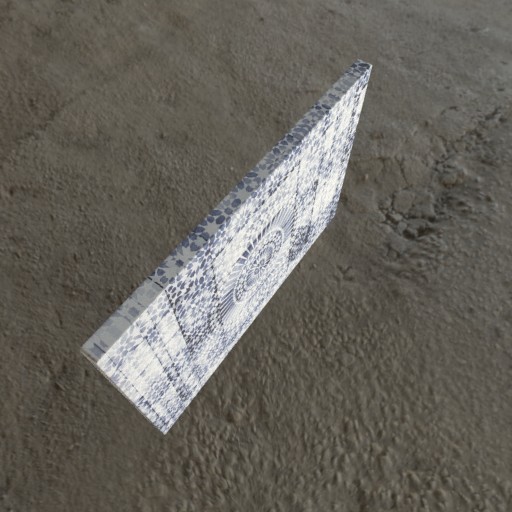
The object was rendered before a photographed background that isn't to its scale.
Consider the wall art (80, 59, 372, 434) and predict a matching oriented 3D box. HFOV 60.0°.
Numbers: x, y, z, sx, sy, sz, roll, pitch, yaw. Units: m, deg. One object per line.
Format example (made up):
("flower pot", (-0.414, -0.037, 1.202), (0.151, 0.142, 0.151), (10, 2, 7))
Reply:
("wall art", (0.000, 0.000, 0.764), (0.030, 0.406, 0.608), (31, 63, 18))
